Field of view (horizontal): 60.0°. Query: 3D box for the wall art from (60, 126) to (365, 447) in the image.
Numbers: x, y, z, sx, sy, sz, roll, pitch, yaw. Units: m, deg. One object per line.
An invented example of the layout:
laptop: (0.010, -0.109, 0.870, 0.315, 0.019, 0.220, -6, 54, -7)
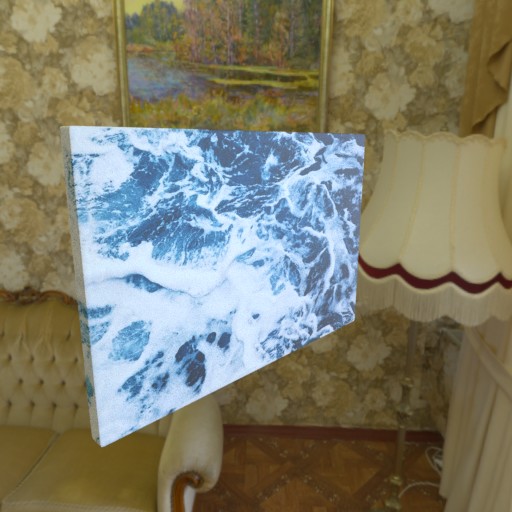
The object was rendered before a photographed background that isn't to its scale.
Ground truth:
wall art: (0.000, 0.000, 1.127, 0.042, 0.610, 0.915, 14, 19, 43)
